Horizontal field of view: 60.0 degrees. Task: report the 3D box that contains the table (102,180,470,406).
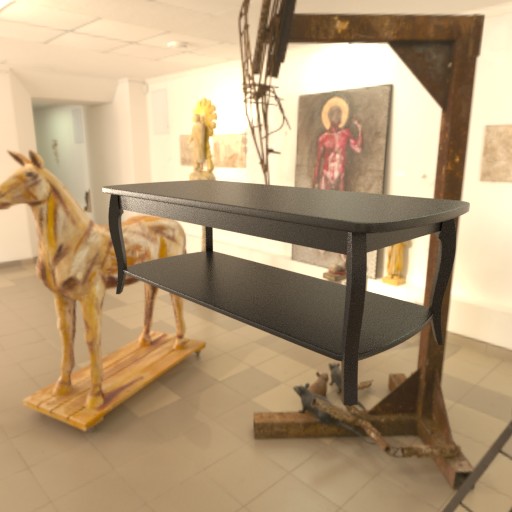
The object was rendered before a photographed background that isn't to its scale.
[{"bbox_3d":[0.000,0.000,1.612,0.571,0.457,1.333,-13,19,-43],"label":"table"}]
